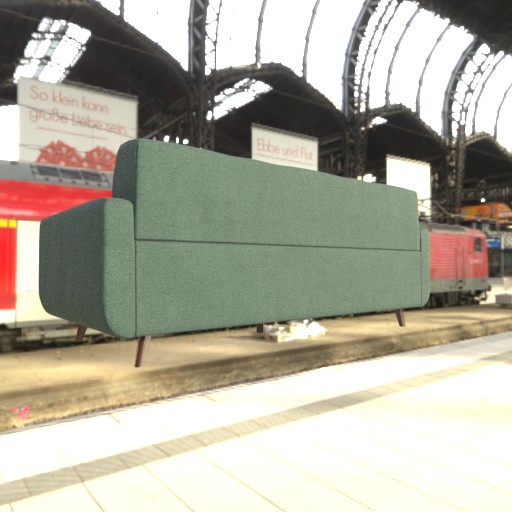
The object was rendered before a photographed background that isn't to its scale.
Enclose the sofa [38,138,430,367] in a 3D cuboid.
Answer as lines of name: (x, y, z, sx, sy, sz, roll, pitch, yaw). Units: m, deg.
sofa: (0.000, 0.000, 2.440, 2.029, 0.841, 0.909, 1, -2, -39)
